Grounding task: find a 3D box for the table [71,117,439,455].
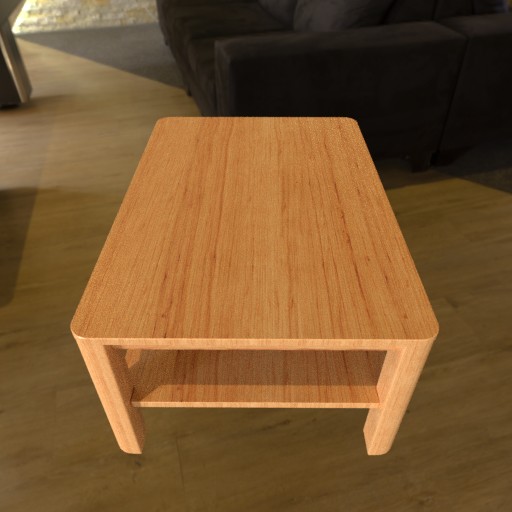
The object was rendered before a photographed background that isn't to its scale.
[{"bbox_3d":[0.000,0.000,1.332,0.696,0.445,0.997,0,40,0],"label":"table"}]
